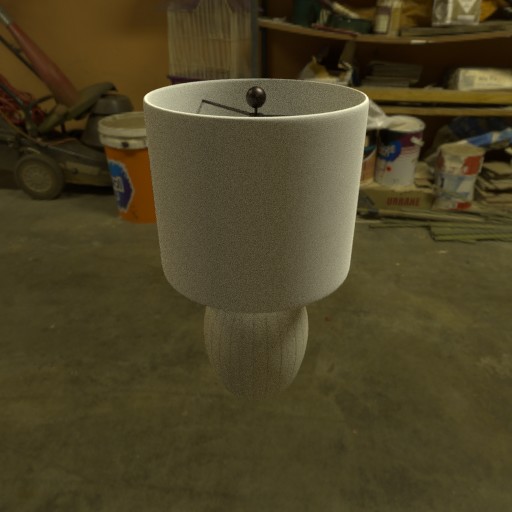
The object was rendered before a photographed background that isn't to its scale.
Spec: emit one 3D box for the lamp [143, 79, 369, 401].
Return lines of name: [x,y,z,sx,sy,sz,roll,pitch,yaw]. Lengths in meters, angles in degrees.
lamp: [0.000,0.000,0.790,0.329,0.570,0.329,-20,35,-31]
